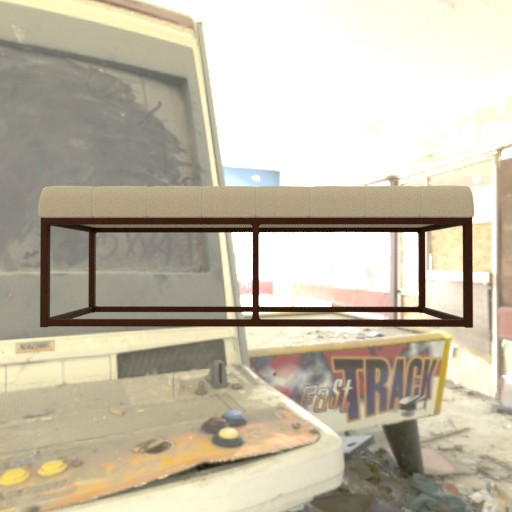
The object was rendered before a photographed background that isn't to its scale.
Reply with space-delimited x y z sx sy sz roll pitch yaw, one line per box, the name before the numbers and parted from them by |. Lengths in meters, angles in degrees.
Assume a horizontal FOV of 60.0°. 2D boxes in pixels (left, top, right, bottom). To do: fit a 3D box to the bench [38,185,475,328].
bench | 0.000 0.000 1.721 1.488 0.488 0.479 0 -1 0
